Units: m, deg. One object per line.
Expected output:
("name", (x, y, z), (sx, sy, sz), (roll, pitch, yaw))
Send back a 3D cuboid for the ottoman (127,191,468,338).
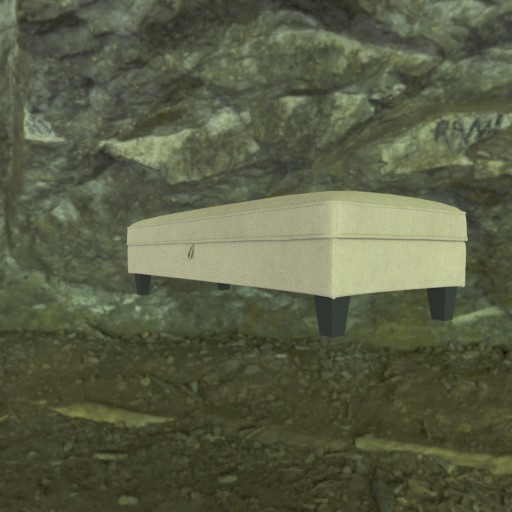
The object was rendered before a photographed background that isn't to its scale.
("ottoman", (0.000, 0.000, 2.107), (0.735, 0.460, 1.726), (0, 1, -35))
